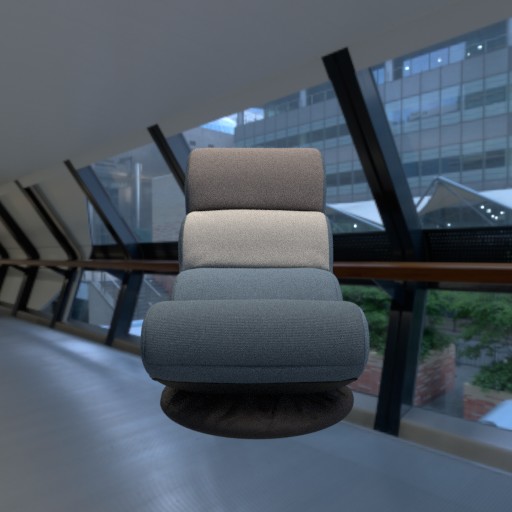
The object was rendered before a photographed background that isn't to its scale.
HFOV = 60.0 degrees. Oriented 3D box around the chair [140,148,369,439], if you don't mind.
[{"bbox_3d":[0.000,0.000,1.071,0.420,0.641,0.661,0,1,0],"label":"chair"}]
